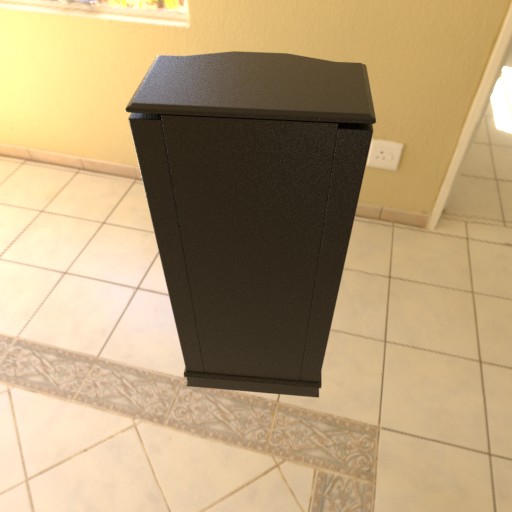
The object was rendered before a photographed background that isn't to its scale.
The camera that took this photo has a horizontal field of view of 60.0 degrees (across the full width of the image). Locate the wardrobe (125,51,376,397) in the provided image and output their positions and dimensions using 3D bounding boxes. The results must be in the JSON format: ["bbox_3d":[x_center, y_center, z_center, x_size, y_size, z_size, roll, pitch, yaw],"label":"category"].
[{"bbox_3d":[0.000,0.000,1.209,0.444,1.011,0.295,4,47,4],"label":"wardrobe"}]
